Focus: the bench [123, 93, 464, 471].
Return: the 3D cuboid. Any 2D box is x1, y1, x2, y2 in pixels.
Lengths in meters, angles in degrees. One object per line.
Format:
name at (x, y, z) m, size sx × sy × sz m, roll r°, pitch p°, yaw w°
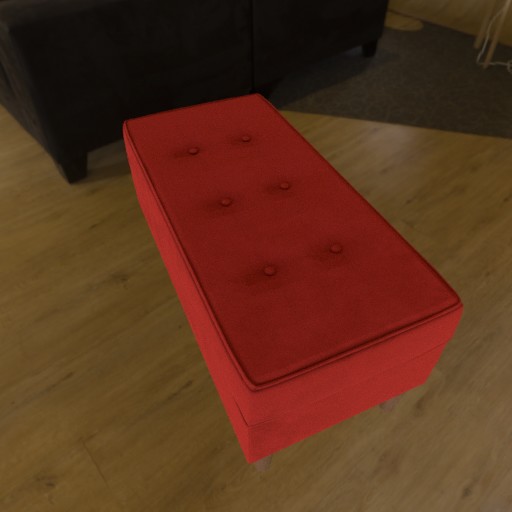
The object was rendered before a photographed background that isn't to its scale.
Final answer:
bench at (0.000, 0.000, 1.283) m, size 0.492 × 0.471 × 1.016 m, roll -18°, pitch 48°, yaw -17°
